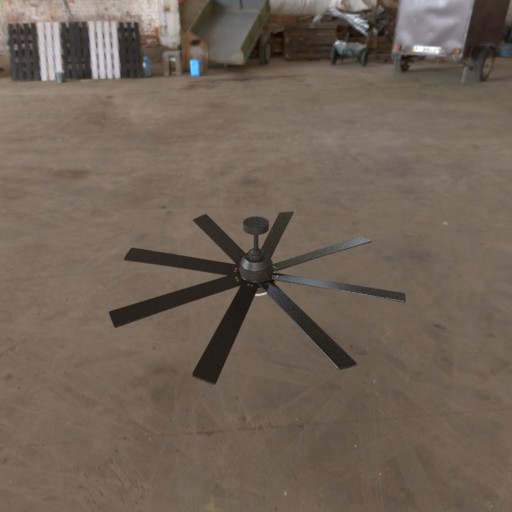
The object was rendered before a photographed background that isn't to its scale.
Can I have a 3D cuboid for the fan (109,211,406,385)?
[{"bbox_3d":[0.000,0.000,2.751,1.830,0.472,1.830,8,33,13],"label":"fan"}]
